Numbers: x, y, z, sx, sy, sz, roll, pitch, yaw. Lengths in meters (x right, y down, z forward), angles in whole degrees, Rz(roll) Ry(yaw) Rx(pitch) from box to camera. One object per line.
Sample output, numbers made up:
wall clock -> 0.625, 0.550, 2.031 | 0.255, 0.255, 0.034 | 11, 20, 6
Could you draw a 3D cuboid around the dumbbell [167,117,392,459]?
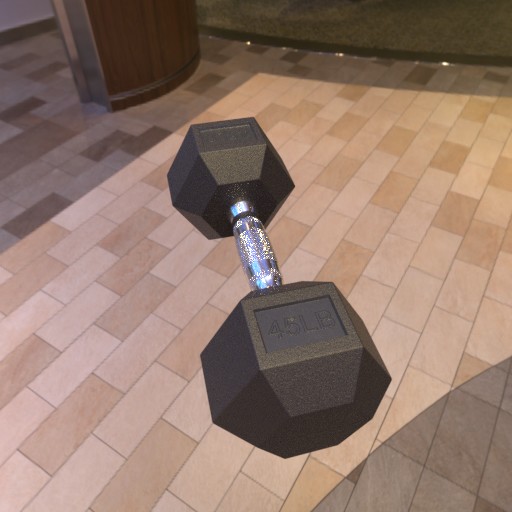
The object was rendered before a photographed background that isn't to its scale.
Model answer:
dumbbell -> 0.000, 0.000, 0.433 | 0.141, 0.123, 0.356 | -10, 48, -10
